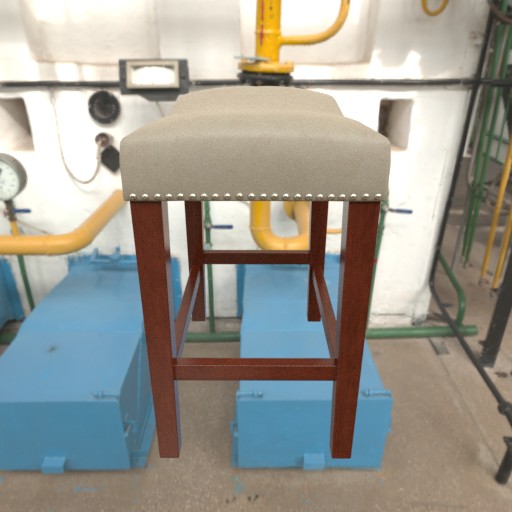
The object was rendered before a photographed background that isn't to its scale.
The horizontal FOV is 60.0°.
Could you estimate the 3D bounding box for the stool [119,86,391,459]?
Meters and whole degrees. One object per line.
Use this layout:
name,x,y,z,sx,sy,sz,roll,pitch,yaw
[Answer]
stool,0.000,0.000,0.930,0.375,0.632,0.509,0,26,0
